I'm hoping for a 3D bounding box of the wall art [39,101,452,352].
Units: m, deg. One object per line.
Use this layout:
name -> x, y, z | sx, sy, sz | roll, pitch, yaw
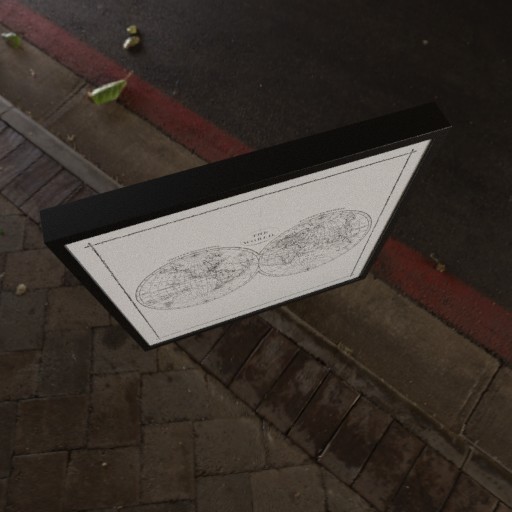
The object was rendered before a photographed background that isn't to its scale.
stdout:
wall art -> 0.000, 0.000, 0.485 | 0.327, 0.318, 0.029 | -17, 65, -8
